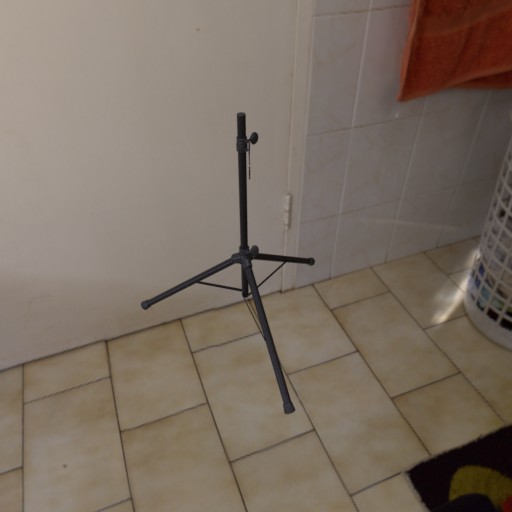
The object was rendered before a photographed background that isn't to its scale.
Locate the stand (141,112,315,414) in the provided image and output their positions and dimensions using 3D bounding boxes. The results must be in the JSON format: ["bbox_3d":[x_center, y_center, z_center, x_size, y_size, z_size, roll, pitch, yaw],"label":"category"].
[{"bbox_3d":[0.000,0.000,1.896,1.045,1.136,0.907,-13,43,-14],"label":"stand"}]
